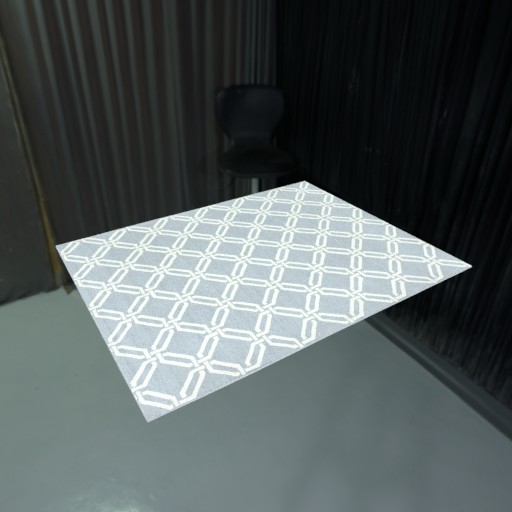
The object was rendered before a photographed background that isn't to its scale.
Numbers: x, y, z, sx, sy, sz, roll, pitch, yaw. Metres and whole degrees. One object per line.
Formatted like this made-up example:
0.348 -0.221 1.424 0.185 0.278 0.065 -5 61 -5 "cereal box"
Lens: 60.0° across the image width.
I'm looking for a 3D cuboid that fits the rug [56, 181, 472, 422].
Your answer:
0.000 0.000 3.911 2.895 0.018 2.288 -19 36 -28 "rug"
